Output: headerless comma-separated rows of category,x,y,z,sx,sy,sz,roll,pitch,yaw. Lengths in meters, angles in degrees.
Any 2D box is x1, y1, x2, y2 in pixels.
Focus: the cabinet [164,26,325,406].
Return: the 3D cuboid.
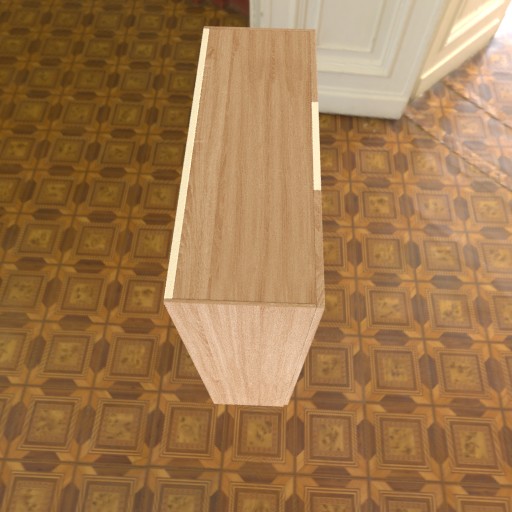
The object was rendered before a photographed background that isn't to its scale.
cabinet,0.000,0.000,2.834,0.590,2.120,1.500,2,62,1
